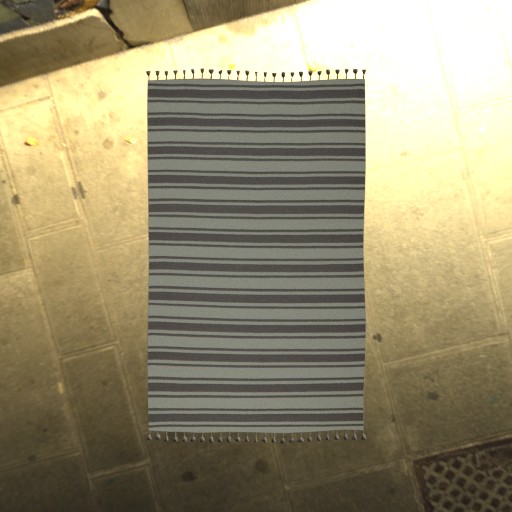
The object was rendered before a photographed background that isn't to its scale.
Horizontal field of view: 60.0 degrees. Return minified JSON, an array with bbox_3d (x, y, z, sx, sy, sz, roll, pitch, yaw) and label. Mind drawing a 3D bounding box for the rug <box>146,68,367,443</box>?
[{"bbox_3d":[0.000,0.000,2.478,1.229,0.011,2.096,0,90,1],"label":"rug"}]
